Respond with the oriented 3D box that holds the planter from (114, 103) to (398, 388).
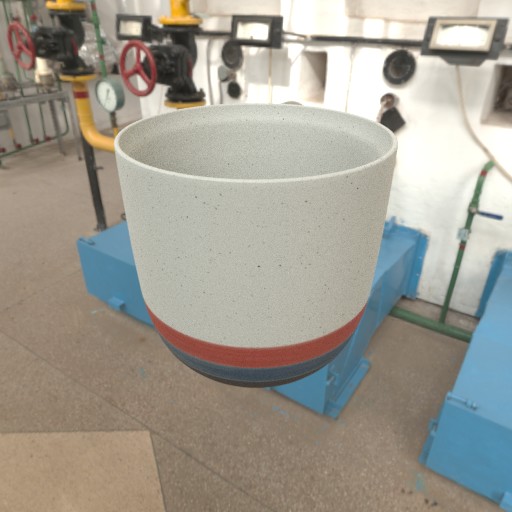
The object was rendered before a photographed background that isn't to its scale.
[{"bbox_3d":[0.000,0.000,0.383,0.204,0.214,0.204,0,30,0],"label":"planter"}]
